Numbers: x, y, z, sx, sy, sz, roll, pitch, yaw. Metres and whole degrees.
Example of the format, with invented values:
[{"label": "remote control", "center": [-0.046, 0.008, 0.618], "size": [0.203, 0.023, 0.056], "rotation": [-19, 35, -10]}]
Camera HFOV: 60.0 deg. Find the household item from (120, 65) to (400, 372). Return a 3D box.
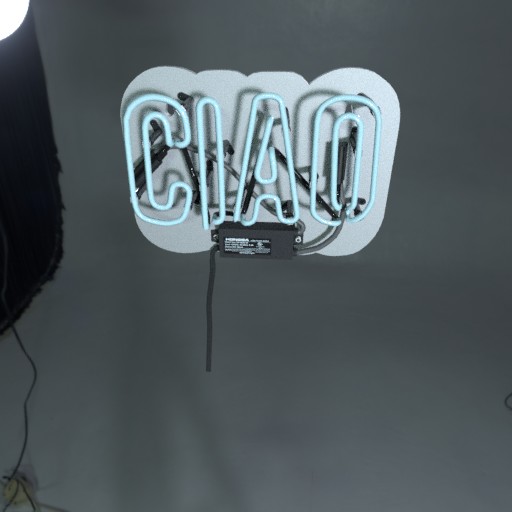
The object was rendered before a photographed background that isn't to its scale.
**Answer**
[{"label": "household item", "center": [0.000, 0.000, 0.377], "size": [0.211, 0.294, 0.042], "rotation": [2, 31, 3]}]
